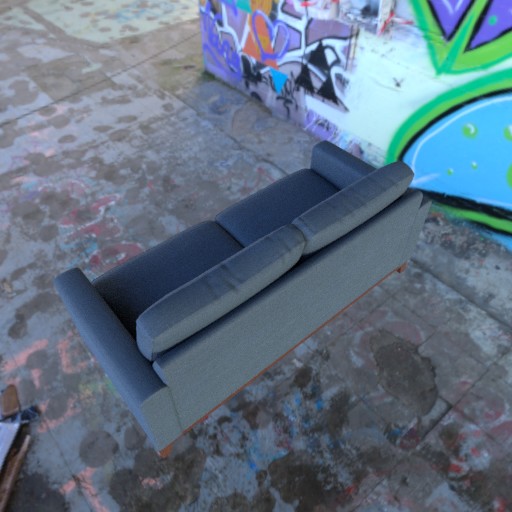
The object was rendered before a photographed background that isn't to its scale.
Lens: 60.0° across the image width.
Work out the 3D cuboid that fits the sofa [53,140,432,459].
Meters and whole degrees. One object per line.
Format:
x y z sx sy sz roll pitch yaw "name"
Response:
0.000 0.000 2.453 1.900 0.865 0.877 -32 54 -26 "sofa"
